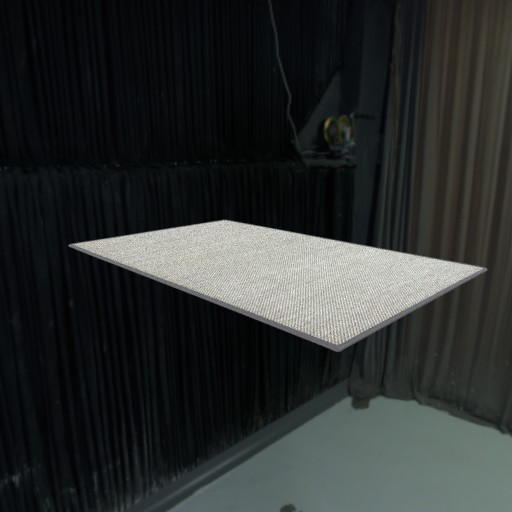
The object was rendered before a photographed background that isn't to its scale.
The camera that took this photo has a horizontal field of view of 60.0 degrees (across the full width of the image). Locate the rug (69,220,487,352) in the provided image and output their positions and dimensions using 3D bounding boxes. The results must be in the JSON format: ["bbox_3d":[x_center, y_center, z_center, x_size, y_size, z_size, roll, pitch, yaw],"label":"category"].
[{"bbox_3d":[0.000,0.000,2.061,1.067,0.013,1.676,-14,20,-43],"label":"rug"}]
